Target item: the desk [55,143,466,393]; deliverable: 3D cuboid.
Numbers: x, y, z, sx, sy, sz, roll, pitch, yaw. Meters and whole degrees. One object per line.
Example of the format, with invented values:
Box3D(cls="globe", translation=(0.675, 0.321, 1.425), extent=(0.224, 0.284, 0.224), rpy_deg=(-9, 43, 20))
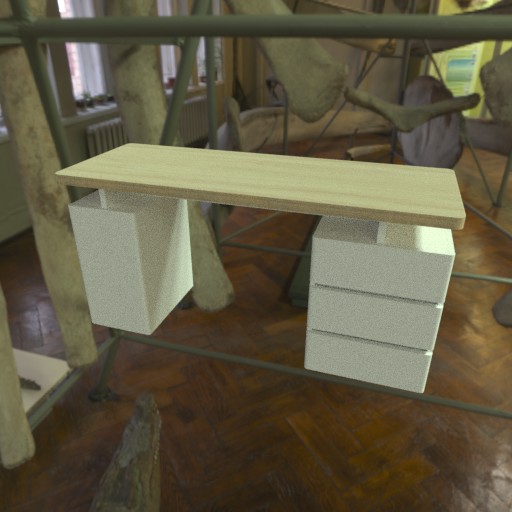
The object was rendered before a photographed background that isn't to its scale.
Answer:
Box3D(cls="desk", translation=(0.000, 0.000, 1.932), extent=(1.500, 0.755, 0.550), rpy_deg=(8, 28, 16))
